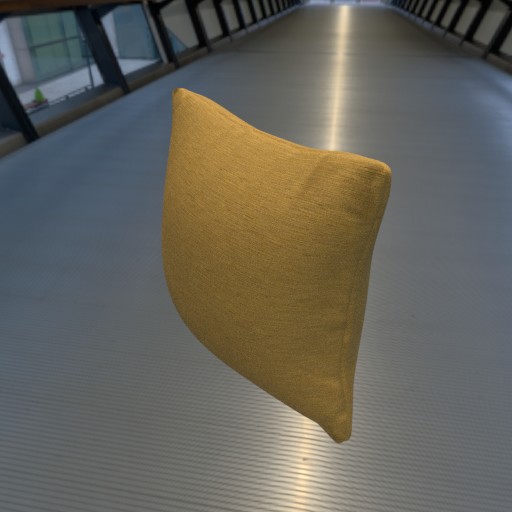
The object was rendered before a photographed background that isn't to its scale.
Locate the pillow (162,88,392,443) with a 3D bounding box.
[{"bbox_3d":[0.000,0.000,0.667,0.247,0.417,0.435,-21,38,-29],"label":"pillow"}]
